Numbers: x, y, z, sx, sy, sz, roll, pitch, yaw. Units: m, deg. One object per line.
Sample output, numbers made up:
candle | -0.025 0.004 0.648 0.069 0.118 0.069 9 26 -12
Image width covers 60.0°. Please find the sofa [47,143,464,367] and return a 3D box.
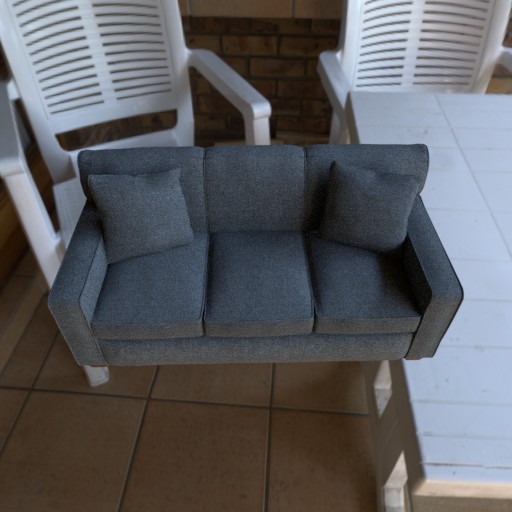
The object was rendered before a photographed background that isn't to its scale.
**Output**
sofa | 0.000 0.000 2.543 2.024 0.958 0.997 -1 45 -1
